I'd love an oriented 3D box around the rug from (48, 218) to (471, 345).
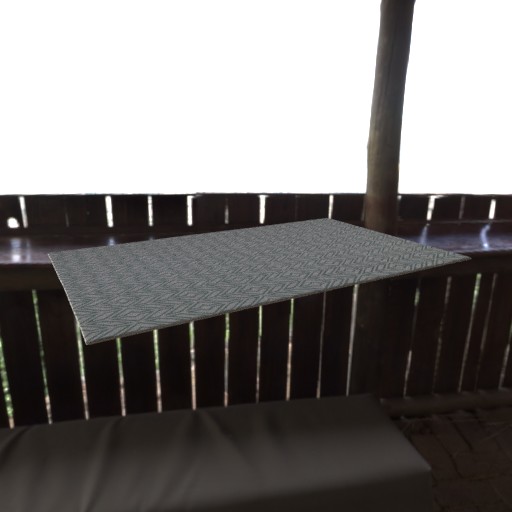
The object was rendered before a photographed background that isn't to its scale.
[{"bbox_3d":[0.000,0.000,2.994,2.435,0.011,1.517,-9,19,-28],"label":"rug"}]
